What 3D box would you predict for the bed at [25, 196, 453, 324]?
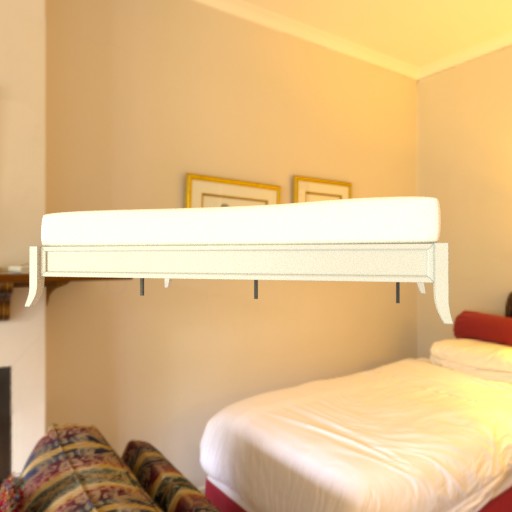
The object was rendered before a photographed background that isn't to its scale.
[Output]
[{"bbox_3d":[0.000,0.000,2.632,1.985,0.510,1.460,0,0,17],"label":"bed"}]
